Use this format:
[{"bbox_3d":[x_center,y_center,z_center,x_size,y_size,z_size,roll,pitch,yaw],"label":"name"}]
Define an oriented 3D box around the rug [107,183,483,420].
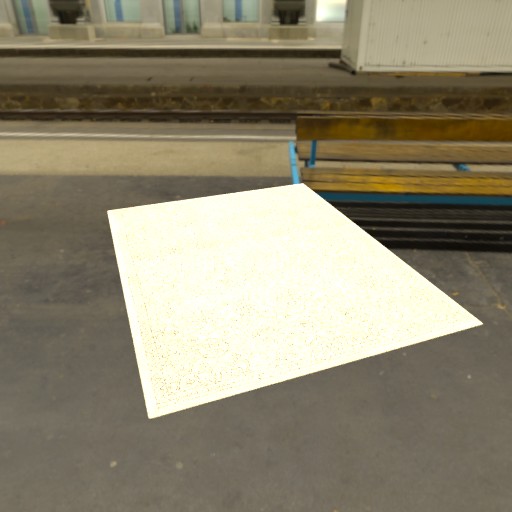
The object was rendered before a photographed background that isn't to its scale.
[{"bbox_3d":[0.000,0.000,4.128,2.441,0.015,3.050,-11,32,-18],"label":"rug"}]
